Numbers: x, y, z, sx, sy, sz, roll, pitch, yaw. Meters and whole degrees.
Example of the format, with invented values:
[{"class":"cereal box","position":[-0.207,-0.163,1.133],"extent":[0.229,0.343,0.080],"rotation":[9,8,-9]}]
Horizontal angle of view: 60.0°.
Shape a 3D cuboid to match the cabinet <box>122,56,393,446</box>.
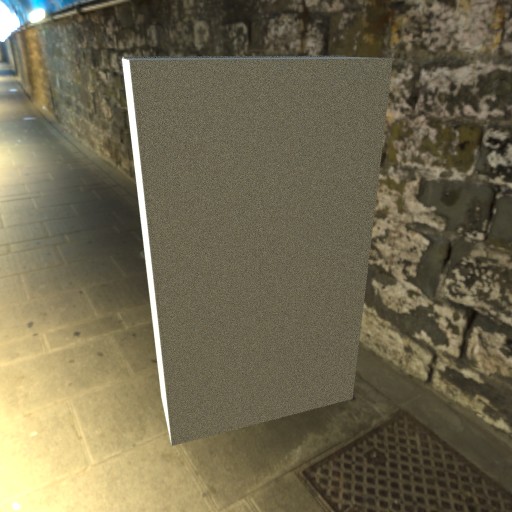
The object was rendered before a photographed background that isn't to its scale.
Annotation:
[{"class":"cabinet","position":[0.000,0.000,2.636],"extent":[1.250,2.160,0.480],"rotation":[-8,26,-17]}]
